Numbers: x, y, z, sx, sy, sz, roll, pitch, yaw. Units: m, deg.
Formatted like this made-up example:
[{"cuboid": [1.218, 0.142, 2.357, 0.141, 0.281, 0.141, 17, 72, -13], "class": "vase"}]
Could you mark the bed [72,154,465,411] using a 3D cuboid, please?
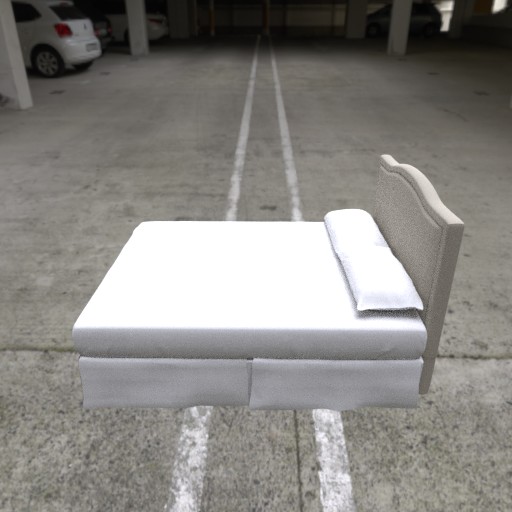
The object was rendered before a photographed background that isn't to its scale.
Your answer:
[{"cuboid": [0.000, 0.000, 3.630, 2.477, 1.437, 1.977, 0, 26, 1], "class": "bed"}]
